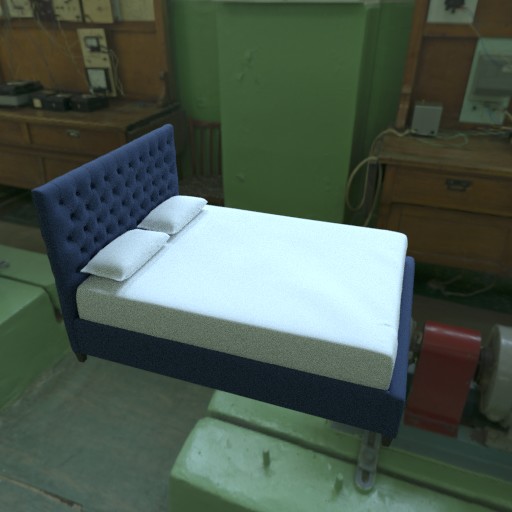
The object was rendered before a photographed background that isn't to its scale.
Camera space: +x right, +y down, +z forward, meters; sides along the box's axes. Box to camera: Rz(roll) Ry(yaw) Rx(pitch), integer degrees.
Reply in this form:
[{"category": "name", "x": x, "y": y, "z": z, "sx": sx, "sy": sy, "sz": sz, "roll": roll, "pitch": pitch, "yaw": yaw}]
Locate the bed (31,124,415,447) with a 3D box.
[{"category": "bed", "x": 0.000, "y": 0.000, "z": 3.401, "sx": 2.387, "sy": 1.427, "sz": 1.706, "roll": 10, "pitch": 32, "yaw": 16}]
